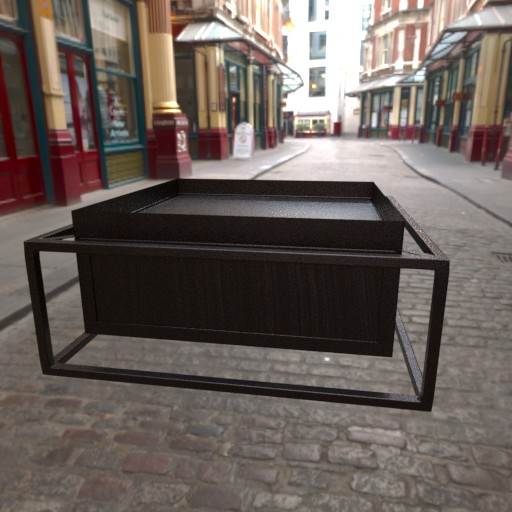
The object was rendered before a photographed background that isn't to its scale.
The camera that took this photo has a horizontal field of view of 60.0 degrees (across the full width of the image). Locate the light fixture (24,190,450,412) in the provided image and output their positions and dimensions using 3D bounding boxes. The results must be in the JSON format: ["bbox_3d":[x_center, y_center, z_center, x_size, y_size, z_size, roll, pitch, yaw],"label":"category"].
[{"bbox_3d":[0.000,0.000,0.674,0.441,0.191,0.441,3,16,9],"label":"light fixture"}]
